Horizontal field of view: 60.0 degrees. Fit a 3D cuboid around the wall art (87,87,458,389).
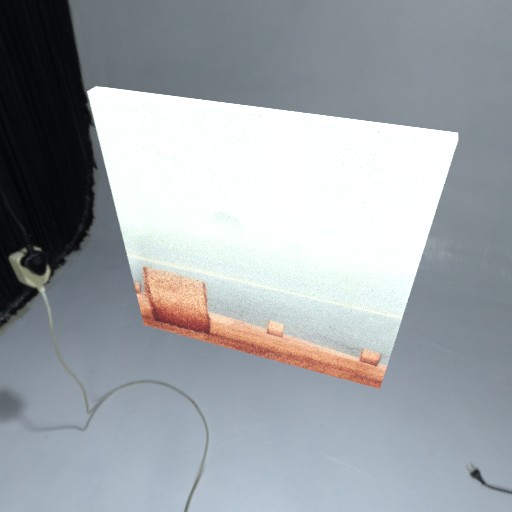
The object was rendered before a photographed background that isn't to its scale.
[{"bbox_3d":[0.000,0.000,1.128,0.760,0.760,0.042,12,42,14],"label":"wall art"}]
